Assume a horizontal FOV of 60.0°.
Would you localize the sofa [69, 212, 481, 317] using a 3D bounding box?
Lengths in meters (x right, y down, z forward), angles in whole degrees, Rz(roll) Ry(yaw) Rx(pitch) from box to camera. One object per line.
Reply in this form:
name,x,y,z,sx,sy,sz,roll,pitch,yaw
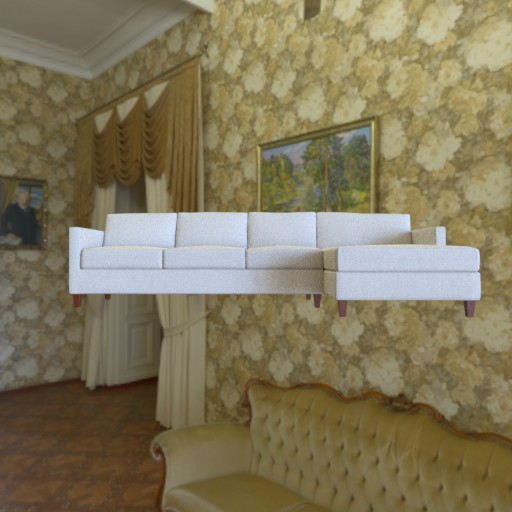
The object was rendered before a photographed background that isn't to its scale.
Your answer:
sofa,0.000,0.000,4.186,3.471,0.954,1.599,0,0,1
